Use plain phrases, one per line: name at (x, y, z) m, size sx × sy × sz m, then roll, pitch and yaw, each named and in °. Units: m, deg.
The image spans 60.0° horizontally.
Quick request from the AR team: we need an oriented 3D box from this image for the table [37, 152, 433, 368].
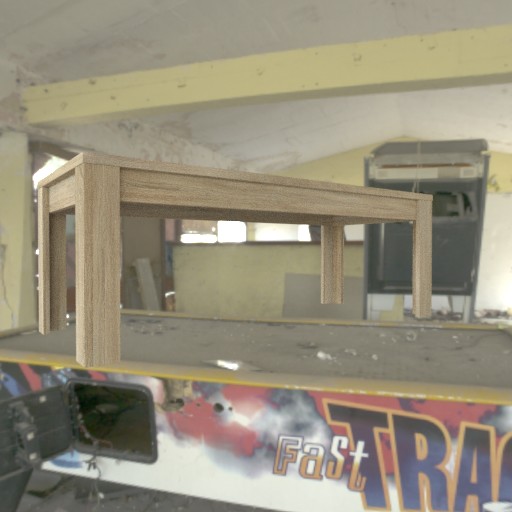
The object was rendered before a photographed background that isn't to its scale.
table at (0.000, 0.000, 2.625) m, size 2.200 × 0.790 × 0.900 m, roll -1°, pitch 1°, yaw -36°
